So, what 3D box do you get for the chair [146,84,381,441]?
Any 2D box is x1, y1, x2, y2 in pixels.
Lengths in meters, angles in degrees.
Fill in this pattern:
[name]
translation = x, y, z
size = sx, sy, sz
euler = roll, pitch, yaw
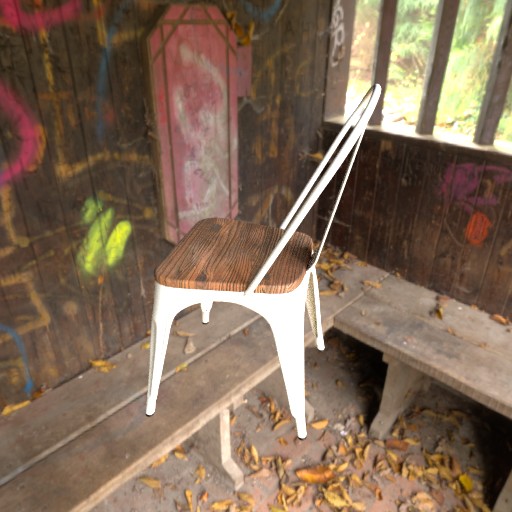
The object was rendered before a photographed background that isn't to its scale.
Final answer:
[chair]
translation = 0.000, 0.000, 1.155
size = 0.521, 0.851, 0.452
euler = 8, 30, 13
